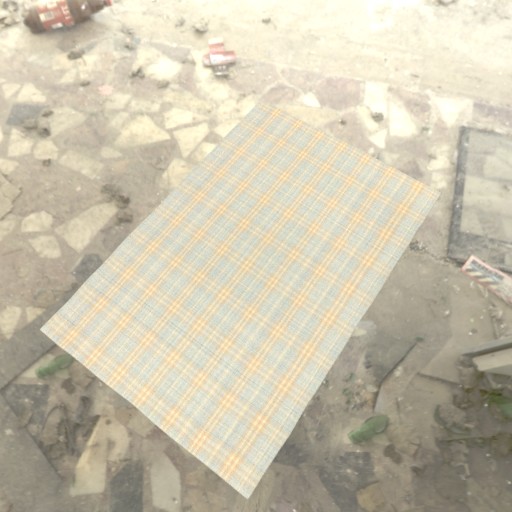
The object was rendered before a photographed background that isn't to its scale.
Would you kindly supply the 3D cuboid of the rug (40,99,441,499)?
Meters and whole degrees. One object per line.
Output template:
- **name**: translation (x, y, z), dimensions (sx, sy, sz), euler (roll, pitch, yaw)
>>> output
- **rug**: translation (0.000, 0.000, 2.279), dimensions (1.231, 0.012, 1.835), euler (32, 68, 15)
